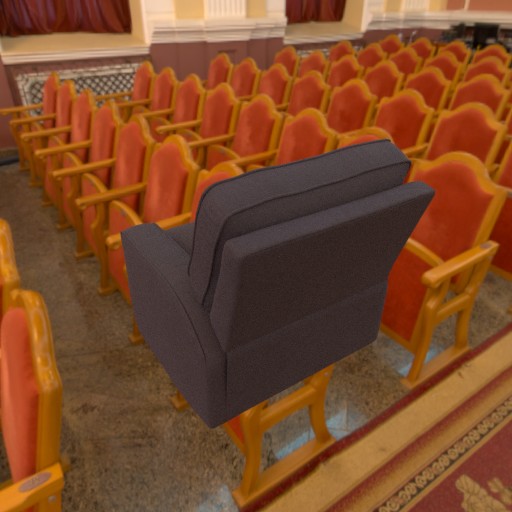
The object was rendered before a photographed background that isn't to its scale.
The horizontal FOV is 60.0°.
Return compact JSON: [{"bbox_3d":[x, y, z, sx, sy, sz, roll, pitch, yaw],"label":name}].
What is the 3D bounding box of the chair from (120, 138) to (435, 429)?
[{"bbox_3d":[0.000,0.000,1.751,0.861,0.962,0.964,-19,35,-29],"label":"chair"}]
